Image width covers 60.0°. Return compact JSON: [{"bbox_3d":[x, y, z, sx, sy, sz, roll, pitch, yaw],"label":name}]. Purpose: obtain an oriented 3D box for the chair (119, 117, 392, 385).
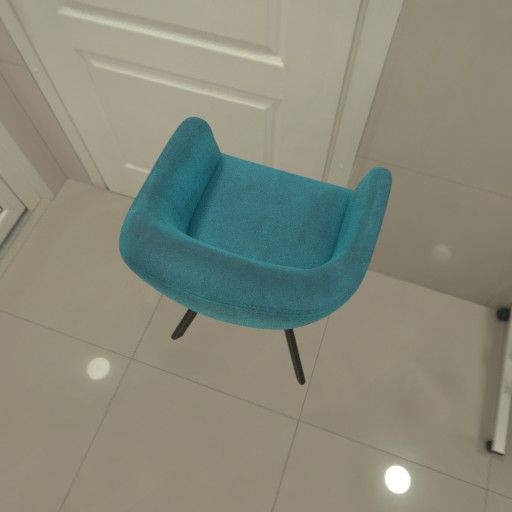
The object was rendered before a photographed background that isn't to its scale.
[{"bbox_3d":[0.000,0.000,1.167,0.540,0.780,0.570,17,65,8],"label":"chair"}]
